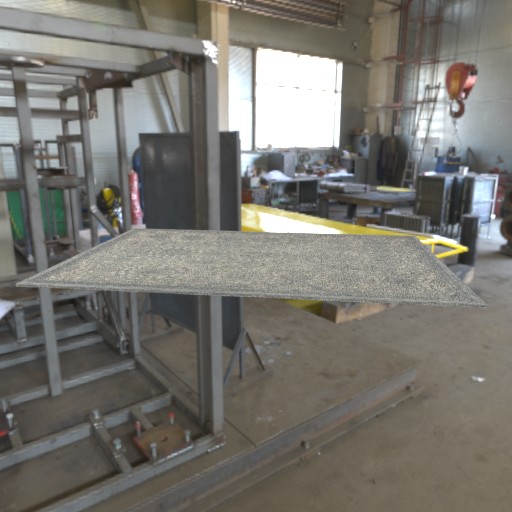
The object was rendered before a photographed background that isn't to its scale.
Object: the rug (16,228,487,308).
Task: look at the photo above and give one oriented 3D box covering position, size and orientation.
[{"bbox_3d":[0.000,0.000,2.272,1.819,0.012,1.208,2,15,7],"label":"rug"}]
